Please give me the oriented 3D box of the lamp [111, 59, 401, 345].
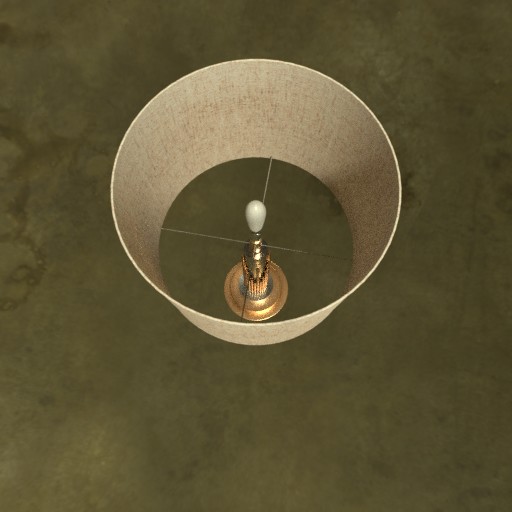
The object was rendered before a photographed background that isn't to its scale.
[{"bbox_3d":[0.000,0.000,0.784,0.321,0.610,0.321,-32,77,-9],"label":"lamp"}]
